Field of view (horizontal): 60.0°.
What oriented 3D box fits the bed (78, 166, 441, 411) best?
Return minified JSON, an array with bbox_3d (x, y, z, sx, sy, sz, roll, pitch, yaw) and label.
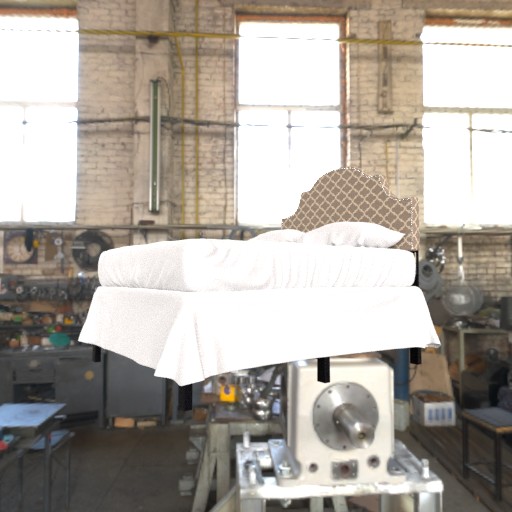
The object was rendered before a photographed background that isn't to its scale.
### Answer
[{"bbox_3d":[0.000,0.000,3.421,2.222,1.633,1.780,2,-3,-36],"label":"bed"}]
